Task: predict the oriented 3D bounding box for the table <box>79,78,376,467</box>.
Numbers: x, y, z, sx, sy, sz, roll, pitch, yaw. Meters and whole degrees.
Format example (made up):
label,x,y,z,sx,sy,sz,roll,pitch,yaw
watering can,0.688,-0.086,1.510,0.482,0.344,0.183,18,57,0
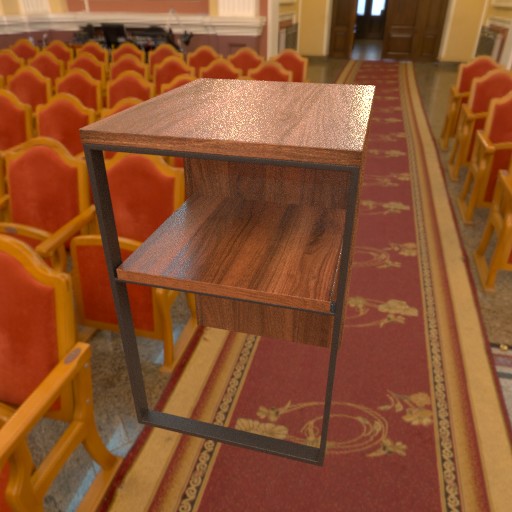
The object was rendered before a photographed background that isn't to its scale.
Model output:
label,x,y,z,sx,sy,sz,roll,pitch,yaw
table,0.000,0.000,1.566,0.660,1.041,0.786,8,31,13
